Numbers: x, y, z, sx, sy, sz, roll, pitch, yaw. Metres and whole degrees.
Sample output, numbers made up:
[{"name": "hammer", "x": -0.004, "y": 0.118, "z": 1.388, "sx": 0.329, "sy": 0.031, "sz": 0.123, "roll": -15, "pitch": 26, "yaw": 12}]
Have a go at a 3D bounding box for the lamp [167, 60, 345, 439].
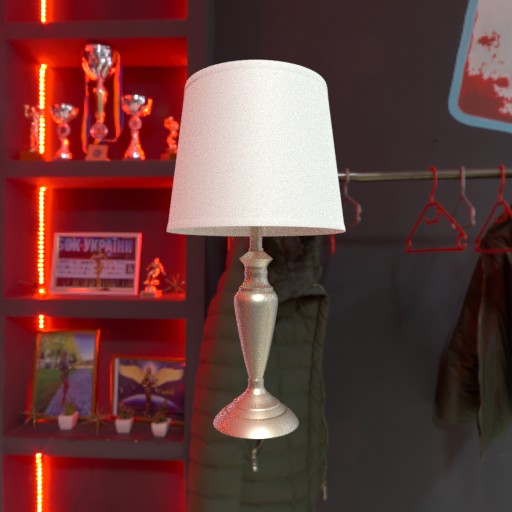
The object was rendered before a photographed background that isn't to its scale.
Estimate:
[{"name": "lamp", "x": 0.000, "y": 0.000, "z": 0.829, "sx": 0.328, "sy": 0.619, "sz": 0.328, "roll": 0, "pitch": 0, "yaw": 0}]
